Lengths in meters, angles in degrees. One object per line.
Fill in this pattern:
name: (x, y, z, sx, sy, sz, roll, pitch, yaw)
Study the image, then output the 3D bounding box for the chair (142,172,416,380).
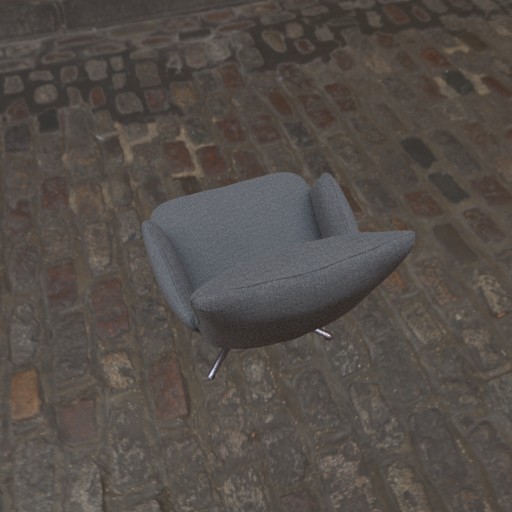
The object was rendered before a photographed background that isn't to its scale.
chair: (0.000, 0.000, 1.546, 0.702, 0.984, 0.831, -16, 59, -10)
